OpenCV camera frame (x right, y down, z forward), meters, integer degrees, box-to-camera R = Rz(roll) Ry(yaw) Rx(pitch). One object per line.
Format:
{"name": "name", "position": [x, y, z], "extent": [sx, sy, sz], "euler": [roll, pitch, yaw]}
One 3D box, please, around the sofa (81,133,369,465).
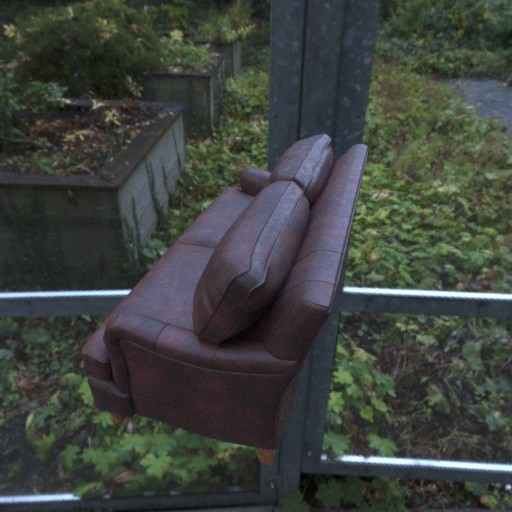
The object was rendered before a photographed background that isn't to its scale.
{"name": "sofa", "position": [0.000, 0.000, 2.770], "extent": [1.147, 1.071, 2.144], "euler": [8, 32, 14]}
